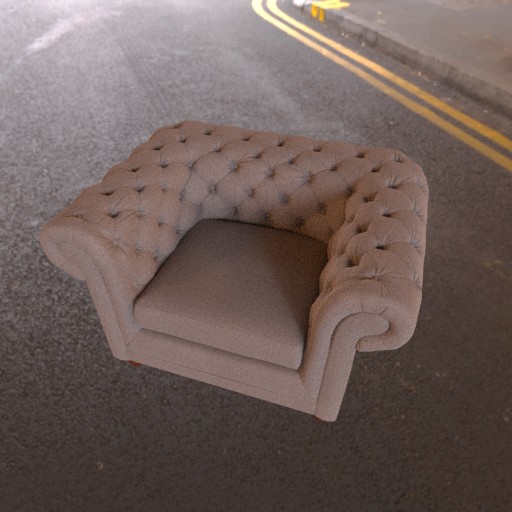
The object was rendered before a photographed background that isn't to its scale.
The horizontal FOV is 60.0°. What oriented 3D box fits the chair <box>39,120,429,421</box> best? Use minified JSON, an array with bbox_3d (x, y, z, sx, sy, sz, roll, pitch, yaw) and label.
[{"bbox_3d":[0.000,0.000,1.883,1.270,0.770,0.976,12,42,14],"label":"chair"}]
